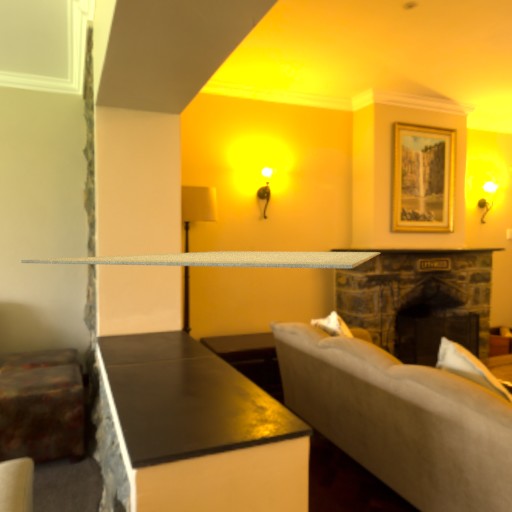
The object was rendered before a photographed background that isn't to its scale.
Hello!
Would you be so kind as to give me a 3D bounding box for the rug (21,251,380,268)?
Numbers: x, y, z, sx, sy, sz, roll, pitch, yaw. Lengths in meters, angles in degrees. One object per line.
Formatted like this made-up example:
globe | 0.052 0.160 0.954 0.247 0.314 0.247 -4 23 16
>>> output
rug | 0.000 0.000 2.989 1.524 0.014 2.438 1 2 18
